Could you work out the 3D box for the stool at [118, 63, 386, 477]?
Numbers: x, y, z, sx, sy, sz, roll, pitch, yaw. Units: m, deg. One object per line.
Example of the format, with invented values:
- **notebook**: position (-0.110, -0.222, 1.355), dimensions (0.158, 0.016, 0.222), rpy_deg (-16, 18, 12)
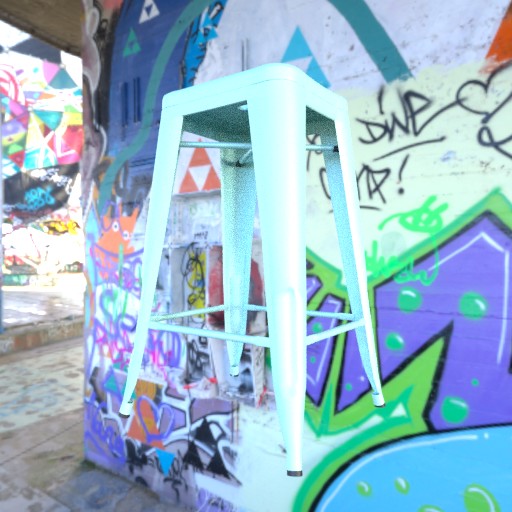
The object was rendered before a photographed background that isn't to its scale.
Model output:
- **stool**: position (0.000, 0.000, 0.862), dimensions (0.399, 0.609, 0.359), rpy_deg (1, 1, 35)
